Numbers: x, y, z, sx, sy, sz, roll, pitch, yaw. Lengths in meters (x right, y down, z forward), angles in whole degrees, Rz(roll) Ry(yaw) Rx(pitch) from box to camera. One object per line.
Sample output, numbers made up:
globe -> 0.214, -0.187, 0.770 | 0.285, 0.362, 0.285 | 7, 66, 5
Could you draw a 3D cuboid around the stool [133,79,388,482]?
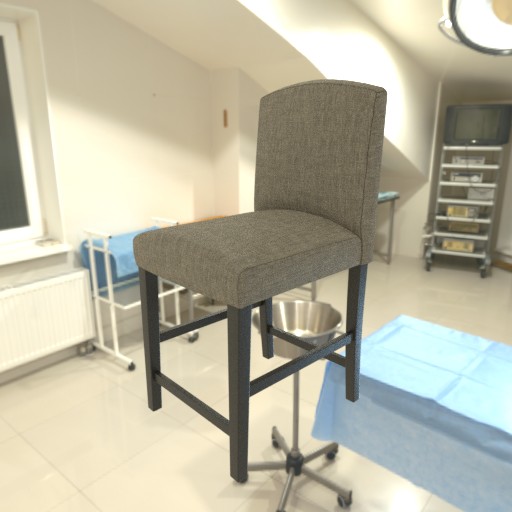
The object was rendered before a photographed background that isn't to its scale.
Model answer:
stool -> 0.000, 0.000, 1.253 | 0.552, 0.966, 0.451 | -14, 21, -42
